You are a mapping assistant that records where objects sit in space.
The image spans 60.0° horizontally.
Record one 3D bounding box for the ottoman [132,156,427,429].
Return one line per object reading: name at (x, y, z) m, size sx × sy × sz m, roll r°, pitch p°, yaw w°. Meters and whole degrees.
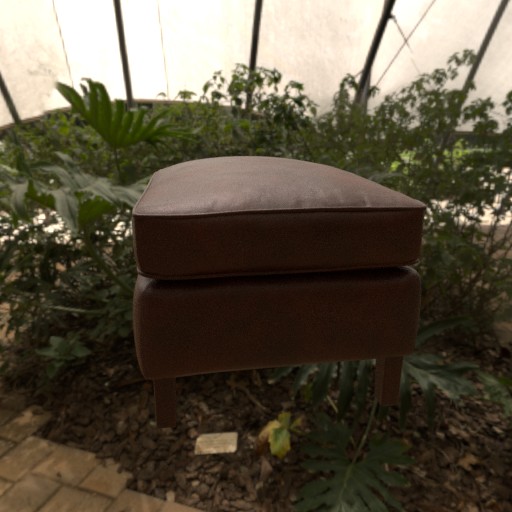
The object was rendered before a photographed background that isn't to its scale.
ottoman at (0.000, 0.000, 1.004) m, size 0.501 × 0.432 × 0.665 m, roll -3°, pitch 16°, yaw -9°
